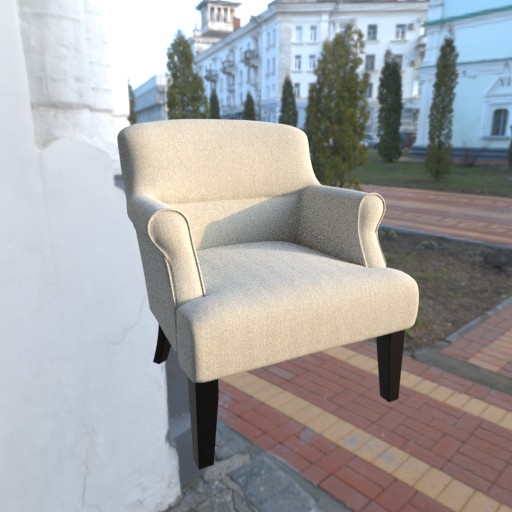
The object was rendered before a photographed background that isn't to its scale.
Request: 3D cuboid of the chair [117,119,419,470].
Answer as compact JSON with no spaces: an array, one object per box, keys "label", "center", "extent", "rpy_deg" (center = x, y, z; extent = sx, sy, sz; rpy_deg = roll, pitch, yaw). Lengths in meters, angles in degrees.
[{"label":"chair","center":[0.000,0.000,1.450],"extent":[0.781,0.875,0.750],"rpy_deg":[-8,17,-26]}]
